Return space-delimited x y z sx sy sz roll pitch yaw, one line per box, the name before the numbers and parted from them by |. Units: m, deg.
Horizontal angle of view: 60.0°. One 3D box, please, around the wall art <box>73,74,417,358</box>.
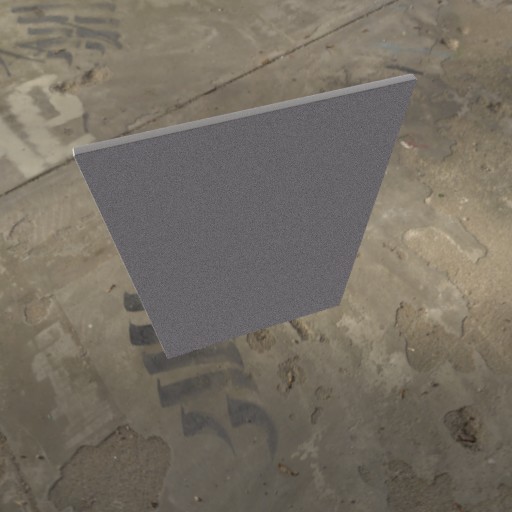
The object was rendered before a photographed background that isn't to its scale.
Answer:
wall art | 0.000 0.000 0.607 0.329 0.482 0.011 -16 58 -10
